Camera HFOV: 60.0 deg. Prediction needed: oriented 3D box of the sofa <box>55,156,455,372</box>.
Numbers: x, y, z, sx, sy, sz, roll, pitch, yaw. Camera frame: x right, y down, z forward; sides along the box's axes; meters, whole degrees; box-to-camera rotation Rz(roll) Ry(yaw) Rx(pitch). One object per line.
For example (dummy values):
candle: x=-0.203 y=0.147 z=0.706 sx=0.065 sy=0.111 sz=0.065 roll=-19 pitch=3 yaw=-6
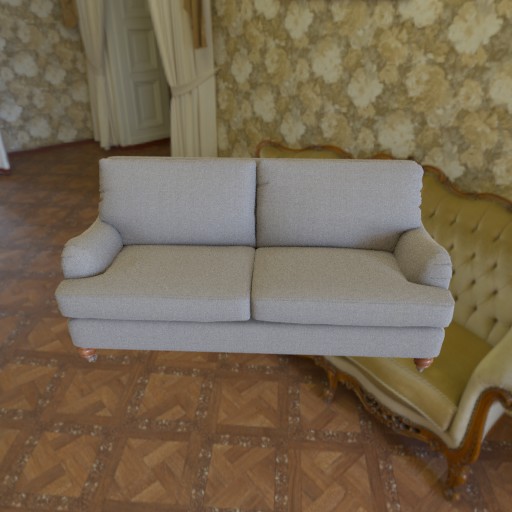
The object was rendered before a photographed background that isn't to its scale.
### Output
sofa: x=0.000 y=0.000 z=2.772 sx=2.160 sy=1.054 sz=1.087 roll=1 pitch=30 yaw=2
